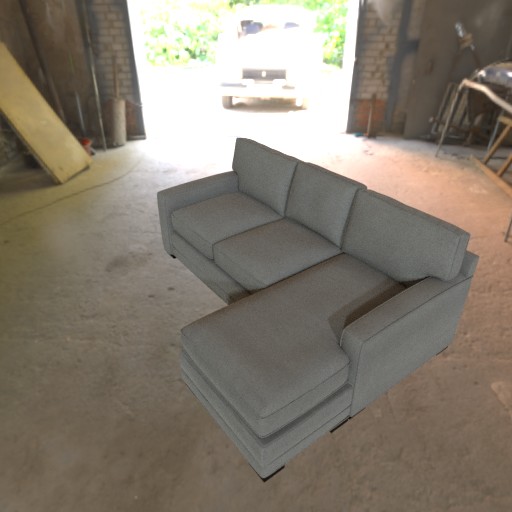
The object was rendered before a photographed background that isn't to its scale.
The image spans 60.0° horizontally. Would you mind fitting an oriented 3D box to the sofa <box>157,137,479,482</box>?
[{"bbox_3d":[0.000,0.000,2.856,1.496,0.861,2.087,-22,38,-31],"label":"sofa"}]
